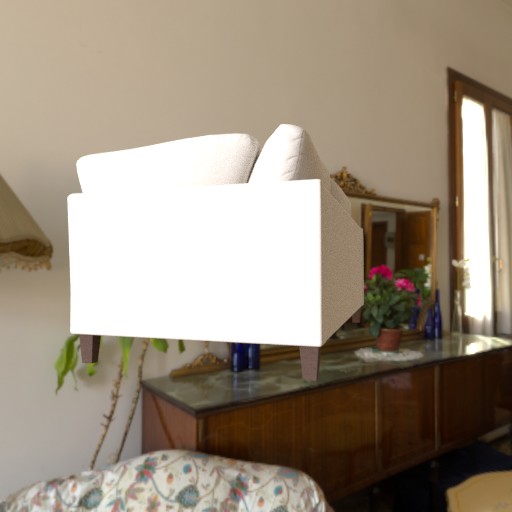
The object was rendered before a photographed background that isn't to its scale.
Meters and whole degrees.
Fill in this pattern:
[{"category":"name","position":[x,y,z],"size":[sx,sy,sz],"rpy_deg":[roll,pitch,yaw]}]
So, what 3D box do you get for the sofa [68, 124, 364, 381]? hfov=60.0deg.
[{"category":"sofa","position":[0.000,0.000,2.313],"size":[0.970,0.836,1.776],"rpy_deg":[-1,-2,18]}]
